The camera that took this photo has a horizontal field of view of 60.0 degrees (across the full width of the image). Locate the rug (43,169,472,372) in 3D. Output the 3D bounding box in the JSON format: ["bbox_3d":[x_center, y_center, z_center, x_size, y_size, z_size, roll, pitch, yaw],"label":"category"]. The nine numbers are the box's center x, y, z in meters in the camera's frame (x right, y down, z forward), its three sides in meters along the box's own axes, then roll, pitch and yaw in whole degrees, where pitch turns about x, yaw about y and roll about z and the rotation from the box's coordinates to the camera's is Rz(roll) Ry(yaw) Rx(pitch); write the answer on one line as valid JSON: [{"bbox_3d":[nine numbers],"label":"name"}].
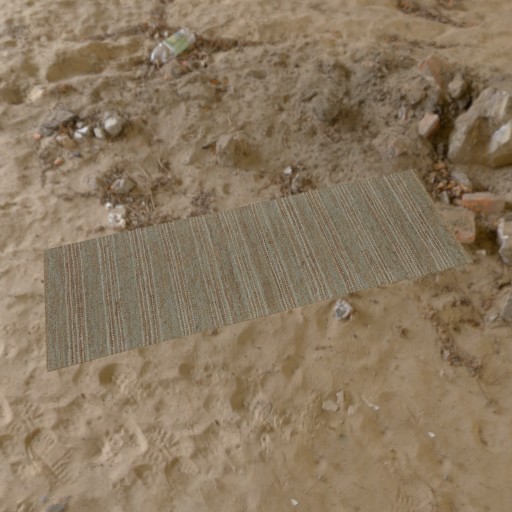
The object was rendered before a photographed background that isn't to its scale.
[{"bbox_3d":[0.000,0.000,2.641,2.438,0.006,0.783,-13,58,-8],"label":"rug"}]
